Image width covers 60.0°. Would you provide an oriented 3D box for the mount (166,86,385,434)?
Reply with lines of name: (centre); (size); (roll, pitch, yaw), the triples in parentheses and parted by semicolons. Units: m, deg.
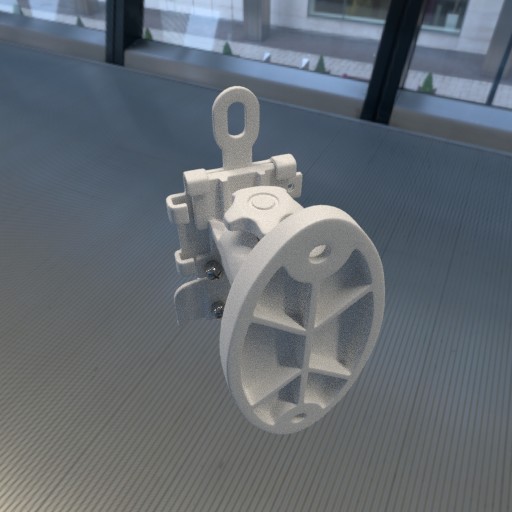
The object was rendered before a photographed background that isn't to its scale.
mount: (0.000, 0.000, 0.176); (0.066, 0.118, 0.100); (-13, 43, -14)
